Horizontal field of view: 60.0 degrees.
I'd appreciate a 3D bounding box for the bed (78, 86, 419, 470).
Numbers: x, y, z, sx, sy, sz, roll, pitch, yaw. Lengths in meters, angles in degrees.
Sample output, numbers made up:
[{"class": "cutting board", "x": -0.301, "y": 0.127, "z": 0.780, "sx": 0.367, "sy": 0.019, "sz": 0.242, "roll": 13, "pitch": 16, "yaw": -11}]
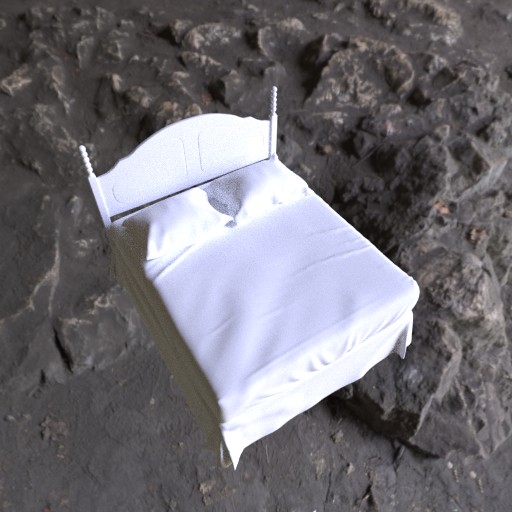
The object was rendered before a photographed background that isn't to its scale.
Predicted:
[{"class": "bed", "x": 0.000, "y": 0.000, "z": 3.272, "sx": 1.873, "sy": 1.356, "sz": 2.040, "roll": -25, "pitch": 52, "yaw": -21}]
